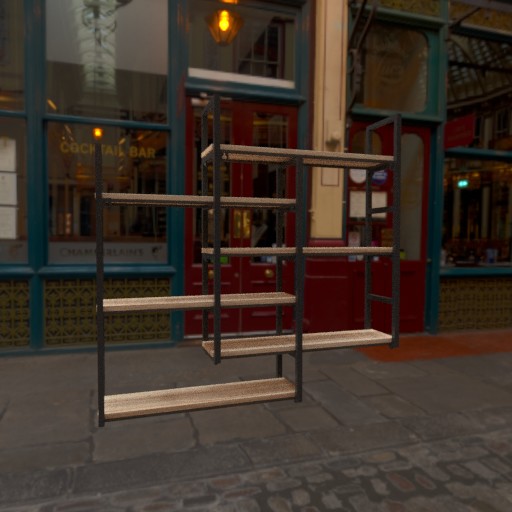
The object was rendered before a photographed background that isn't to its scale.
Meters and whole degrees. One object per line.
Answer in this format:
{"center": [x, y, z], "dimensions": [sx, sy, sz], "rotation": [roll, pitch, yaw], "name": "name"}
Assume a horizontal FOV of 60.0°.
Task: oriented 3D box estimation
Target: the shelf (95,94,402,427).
{"center": [0.000, 0.000, 1.397], "dimensions": [0.946, 0.921, 0.183], "rotation": [-1, 2, -18], "name": "shelf"}
